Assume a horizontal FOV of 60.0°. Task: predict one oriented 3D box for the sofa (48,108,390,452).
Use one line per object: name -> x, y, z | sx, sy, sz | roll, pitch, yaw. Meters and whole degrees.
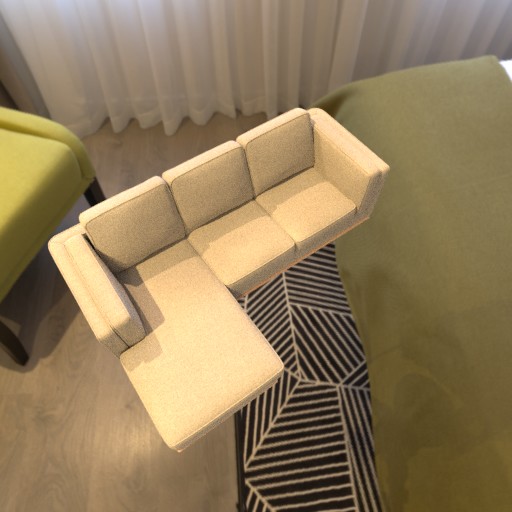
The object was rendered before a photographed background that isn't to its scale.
sofa -> 0.000, 0.000, 3.257 | 2.411, 0.929, 1.604 | -31, 63, -18
